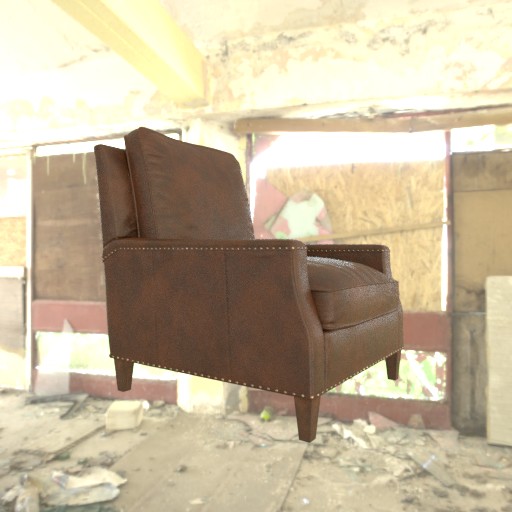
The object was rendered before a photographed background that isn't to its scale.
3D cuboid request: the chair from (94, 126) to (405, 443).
[{"bbox_3d":[0.000,0.000,1.844,1.035,1.054,0.854,0,0,35],"label":"chair"}]
